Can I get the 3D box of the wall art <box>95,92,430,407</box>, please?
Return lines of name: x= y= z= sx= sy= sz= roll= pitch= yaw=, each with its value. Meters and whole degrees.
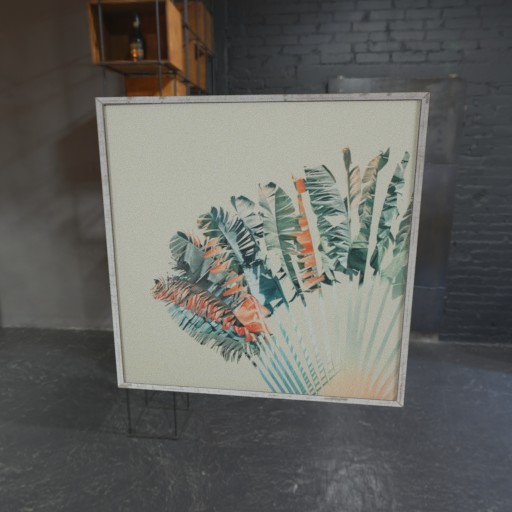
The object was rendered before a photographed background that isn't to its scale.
wall art: x=0.000 y=0.000 z=0.740 sx=0.508 sy=0.506 sz=0.029 roll=2 pitch=13 yaw=7
